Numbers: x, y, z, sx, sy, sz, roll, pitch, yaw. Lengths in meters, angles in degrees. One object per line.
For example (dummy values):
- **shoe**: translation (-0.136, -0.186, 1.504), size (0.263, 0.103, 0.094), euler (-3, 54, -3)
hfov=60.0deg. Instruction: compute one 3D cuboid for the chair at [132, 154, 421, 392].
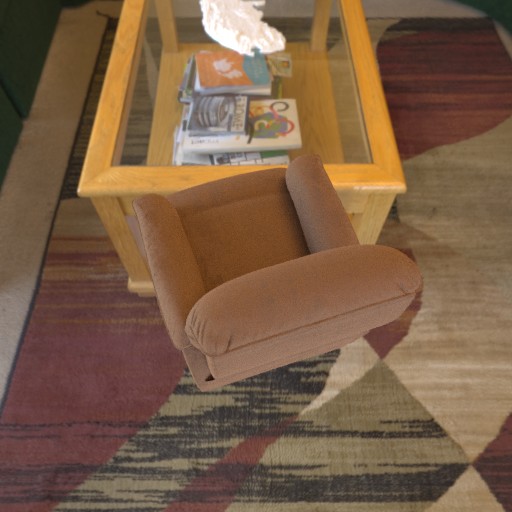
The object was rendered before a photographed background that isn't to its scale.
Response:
- **chair**: translation (0.000, 0.000, 1.729), size (0.820, 1.037, 1.004), euler (-16, 60, -9)
